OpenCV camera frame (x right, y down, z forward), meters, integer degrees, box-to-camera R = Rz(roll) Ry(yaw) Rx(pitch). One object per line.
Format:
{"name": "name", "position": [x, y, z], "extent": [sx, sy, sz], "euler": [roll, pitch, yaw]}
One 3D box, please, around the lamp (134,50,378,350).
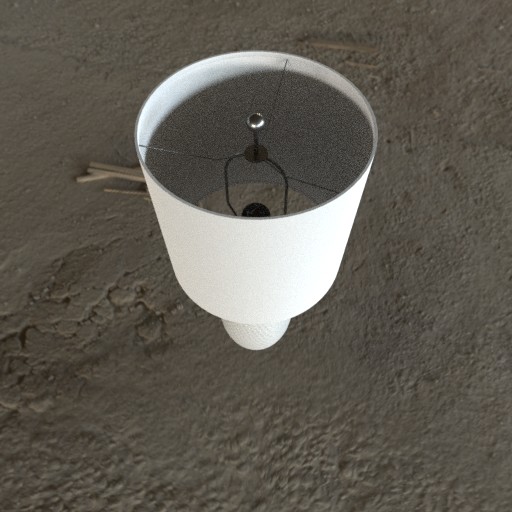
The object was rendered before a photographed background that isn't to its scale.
{"name": "lamp", "position": [0.000, 0.000, 0.586], "extent": [0.214, 0.466, 0.214], "euler": [15, 59, 9]}
